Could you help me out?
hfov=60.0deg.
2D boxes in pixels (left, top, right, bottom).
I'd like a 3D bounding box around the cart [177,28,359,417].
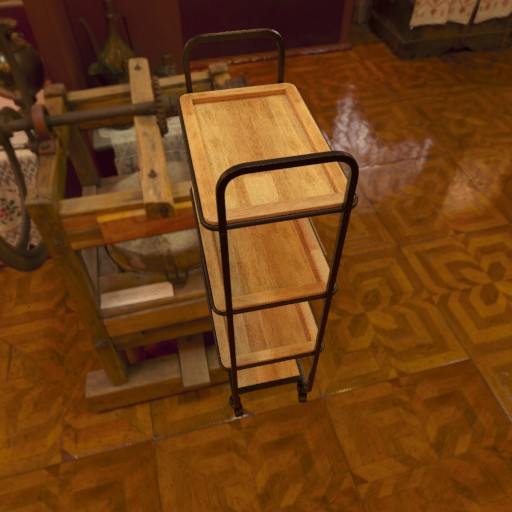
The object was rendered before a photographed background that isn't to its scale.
[{"bbox_3d":[0.000,0.000,1.312,0.321,1.080,0.545,-9,50,-8],"label":"cart"}]
